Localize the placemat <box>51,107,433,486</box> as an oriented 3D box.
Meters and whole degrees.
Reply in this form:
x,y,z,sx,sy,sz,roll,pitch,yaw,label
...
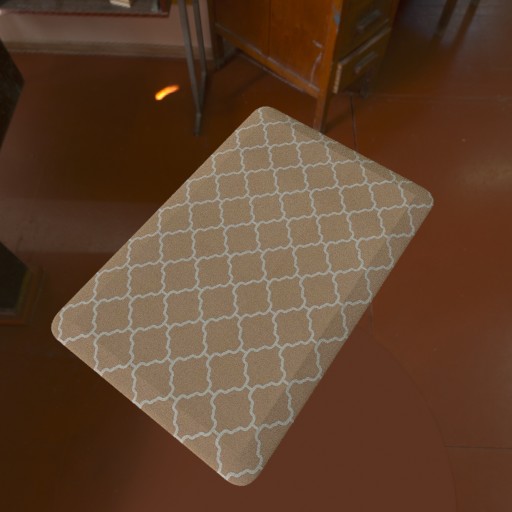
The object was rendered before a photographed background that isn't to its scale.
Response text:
x,y,z,sx,sy,sz,roll,pitch,yaw,label
0.000,0.000,0.961,0.508,0.021,0.762,33,68,15,placemat
